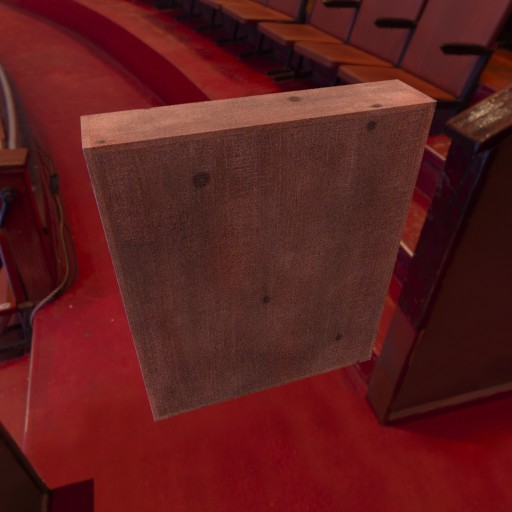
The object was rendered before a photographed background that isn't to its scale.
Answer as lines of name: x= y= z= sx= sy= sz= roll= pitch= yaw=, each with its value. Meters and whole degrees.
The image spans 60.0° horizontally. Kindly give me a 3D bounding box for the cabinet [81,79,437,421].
cabinet: x=0.000 y=0.000 z=0.831 sx=0.489 sy=0.590 sz=0.184 roll=-12 pitch=41 yaw=-14
